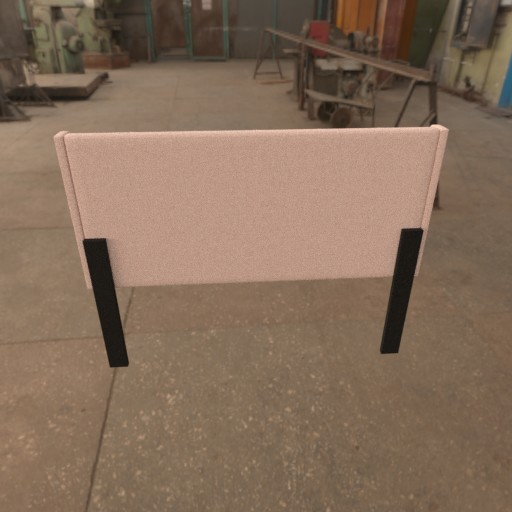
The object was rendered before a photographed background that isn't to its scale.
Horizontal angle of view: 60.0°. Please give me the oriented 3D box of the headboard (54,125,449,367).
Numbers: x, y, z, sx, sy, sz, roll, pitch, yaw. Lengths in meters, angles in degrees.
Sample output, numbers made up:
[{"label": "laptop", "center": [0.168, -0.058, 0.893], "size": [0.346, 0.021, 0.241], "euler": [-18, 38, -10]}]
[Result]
[{"label": "headboard", "center": [0.000, 0.000, 2.710], "size": [2.051, 1.524, 0.184], "euler": [-2, 30, -4]}]
